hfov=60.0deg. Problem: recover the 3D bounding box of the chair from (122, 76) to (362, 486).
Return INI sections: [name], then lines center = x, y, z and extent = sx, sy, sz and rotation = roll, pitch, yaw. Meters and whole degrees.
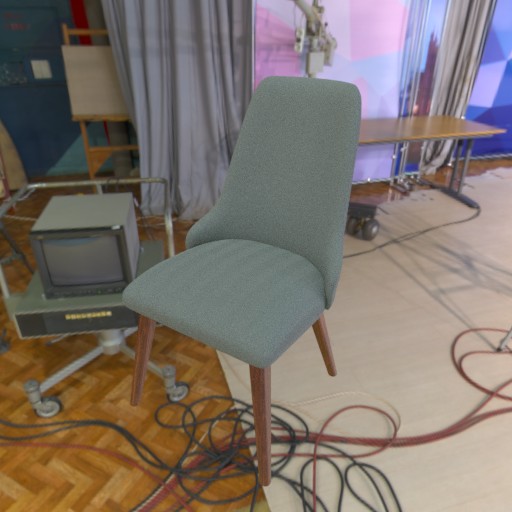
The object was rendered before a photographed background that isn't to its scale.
[chair]
center = 0.000, 0.000, 1.324
extent = 0.535, 0.918, 0.707
rotation = 18, 35, 29
